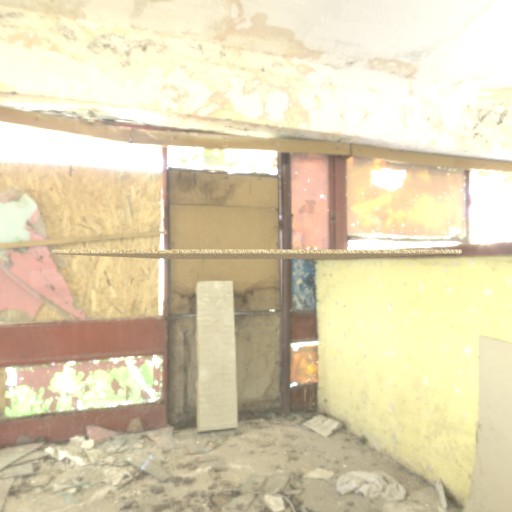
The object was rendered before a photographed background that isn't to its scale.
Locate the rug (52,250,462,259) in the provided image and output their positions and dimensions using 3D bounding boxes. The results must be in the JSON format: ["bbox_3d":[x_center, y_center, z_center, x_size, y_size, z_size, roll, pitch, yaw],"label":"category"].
[{"bbox_3d":[0.000,0.000,4.049,2.401,0.025,3.001,0,-1,0],"label":"rug"}]
